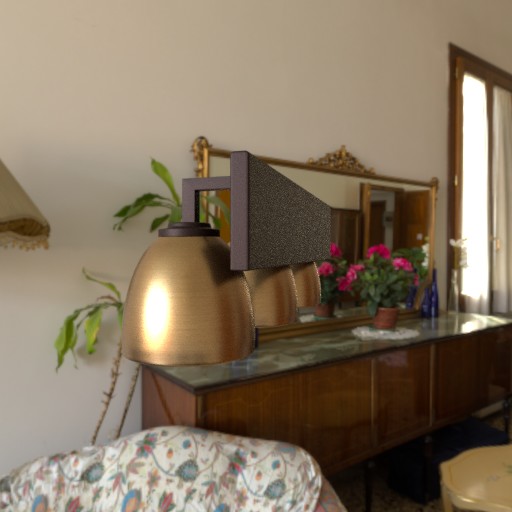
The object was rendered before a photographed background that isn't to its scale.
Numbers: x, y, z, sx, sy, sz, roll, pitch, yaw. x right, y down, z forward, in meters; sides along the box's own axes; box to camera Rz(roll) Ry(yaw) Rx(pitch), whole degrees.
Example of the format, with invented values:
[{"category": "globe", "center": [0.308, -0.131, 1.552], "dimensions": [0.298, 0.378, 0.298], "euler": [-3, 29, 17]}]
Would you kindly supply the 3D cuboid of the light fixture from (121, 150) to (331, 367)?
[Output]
[{"category": "light fixture", "center": [0.000, 0.000, 0.693], "dimensions": [0.157, 0.204, 0.582], "euler": [0, 1, 17]}]
